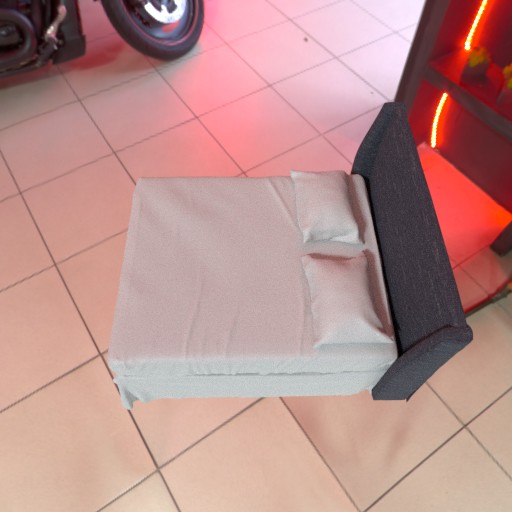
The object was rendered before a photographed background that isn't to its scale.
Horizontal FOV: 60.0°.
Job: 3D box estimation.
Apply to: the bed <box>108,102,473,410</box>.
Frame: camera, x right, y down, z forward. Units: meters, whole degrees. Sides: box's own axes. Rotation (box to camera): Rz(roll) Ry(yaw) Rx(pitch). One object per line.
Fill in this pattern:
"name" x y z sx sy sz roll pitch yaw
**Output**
"bed" 0.000 0.000 3.353 2.276 1.332 1.925 -1 58 -1
